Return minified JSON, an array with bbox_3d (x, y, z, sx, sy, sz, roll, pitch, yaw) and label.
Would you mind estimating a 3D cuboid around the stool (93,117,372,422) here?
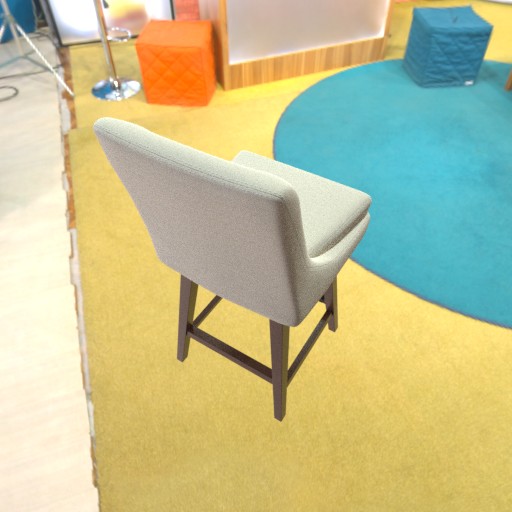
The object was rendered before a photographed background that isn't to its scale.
[{"bbox_3d":[0.000,0.000,1.292,0.483,0.991,0.559,25,51,22],"label":"stool"}]
